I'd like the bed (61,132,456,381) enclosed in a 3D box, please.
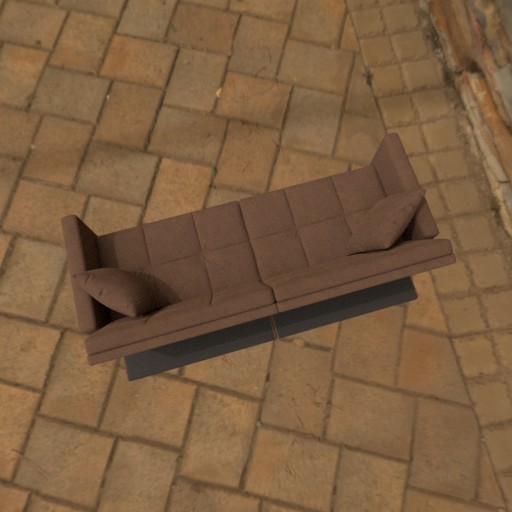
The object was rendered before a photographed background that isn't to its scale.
[{"bbox_3d":[0.000,0.000,2.432,1.905,0.787,0.889,-15,74,-4],"label":"bed"}]
